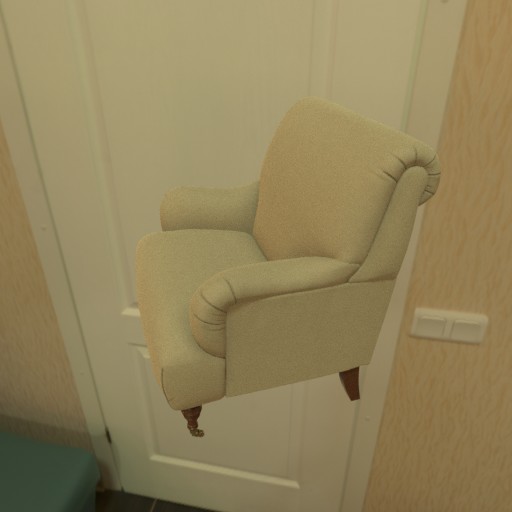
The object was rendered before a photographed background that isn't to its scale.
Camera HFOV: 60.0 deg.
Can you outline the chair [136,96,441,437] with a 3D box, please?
[{"bbox_3d":[0.000,0.000,1.563,0.842,0.942,0.766,-9,31,-15],"label":"chair"}]
